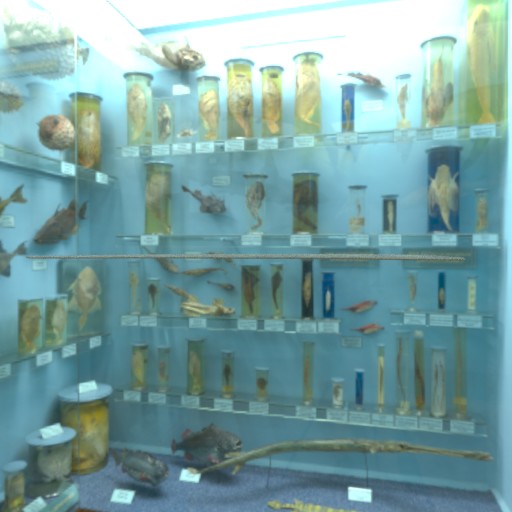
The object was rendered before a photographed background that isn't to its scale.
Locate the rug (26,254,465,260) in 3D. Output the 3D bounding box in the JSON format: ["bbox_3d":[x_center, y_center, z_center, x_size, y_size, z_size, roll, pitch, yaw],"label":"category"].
[{"bbox_3d":[0.000,0.000,2.339,1.830,0.016,1.224,0,1,16],"label":"rug"}]
